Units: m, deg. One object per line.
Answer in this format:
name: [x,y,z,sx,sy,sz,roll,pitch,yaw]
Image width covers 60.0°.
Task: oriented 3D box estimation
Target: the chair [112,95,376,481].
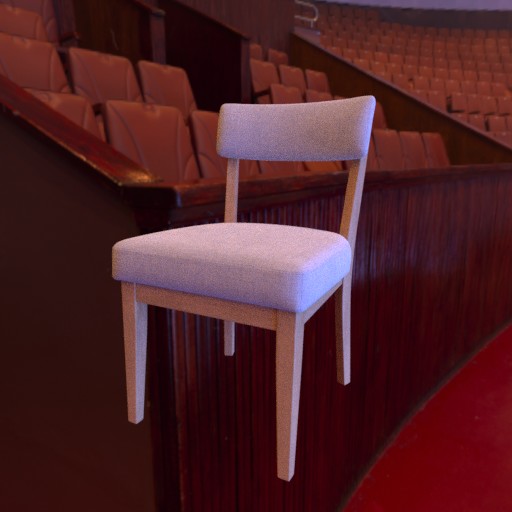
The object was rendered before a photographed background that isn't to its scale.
chair: [0.000,0.000,1.186,0.508,0.832,0.572,7,15,27]
